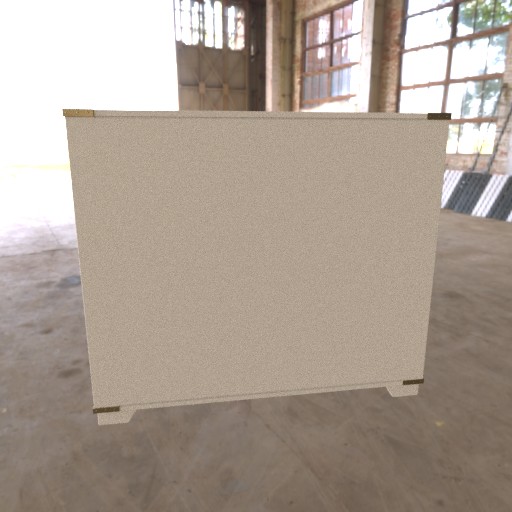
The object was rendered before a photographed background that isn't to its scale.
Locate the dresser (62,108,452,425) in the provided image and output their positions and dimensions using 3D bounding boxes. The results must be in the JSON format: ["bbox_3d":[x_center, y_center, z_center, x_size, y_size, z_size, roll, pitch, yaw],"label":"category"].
[{"bbox_3d":[0.000,0.000,1.475,1.022,0.891,0.460,-2,15,-9],"label":"dresser"}]
